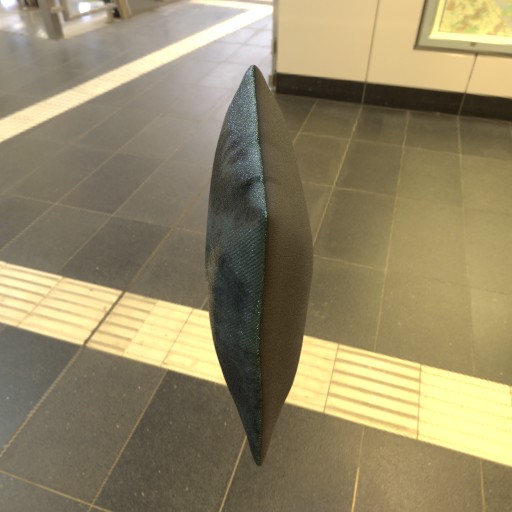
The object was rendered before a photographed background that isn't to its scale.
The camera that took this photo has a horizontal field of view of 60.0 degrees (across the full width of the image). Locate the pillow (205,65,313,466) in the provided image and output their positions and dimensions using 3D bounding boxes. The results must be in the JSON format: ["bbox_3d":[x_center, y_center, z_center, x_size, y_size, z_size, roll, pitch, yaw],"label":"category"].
[{"bbox_3d":[0.000,0.000,0.658,0.138,0.430,0.436,-1,40,-1],"label":"pillow"}]
